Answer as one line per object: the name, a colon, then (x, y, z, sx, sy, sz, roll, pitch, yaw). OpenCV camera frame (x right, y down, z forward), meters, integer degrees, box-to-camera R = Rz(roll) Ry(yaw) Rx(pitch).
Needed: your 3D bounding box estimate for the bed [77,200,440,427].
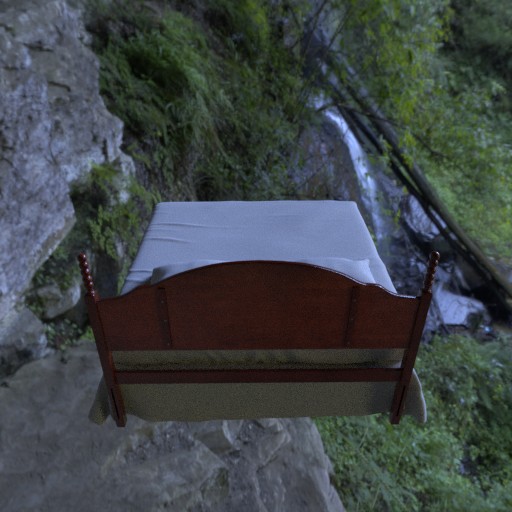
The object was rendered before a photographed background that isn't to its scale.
bed: (0.000, 0.000, 3.587, 2.322, 1.355, 2.219, 0, 32, -1)
